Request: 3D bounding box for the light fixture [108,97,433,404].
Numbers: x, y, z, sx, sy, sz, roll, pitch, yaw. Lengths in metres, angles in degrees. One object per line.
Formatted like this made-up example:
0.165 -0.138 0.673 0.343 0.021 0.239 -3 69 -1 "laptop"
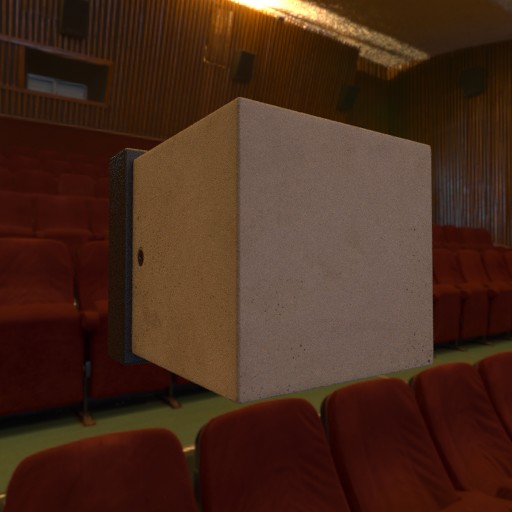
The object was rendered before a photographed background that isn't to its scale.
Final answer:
0.000 0.000 0.244 0.121 0.121 0.143 1 -2 -34 "light fixture"
